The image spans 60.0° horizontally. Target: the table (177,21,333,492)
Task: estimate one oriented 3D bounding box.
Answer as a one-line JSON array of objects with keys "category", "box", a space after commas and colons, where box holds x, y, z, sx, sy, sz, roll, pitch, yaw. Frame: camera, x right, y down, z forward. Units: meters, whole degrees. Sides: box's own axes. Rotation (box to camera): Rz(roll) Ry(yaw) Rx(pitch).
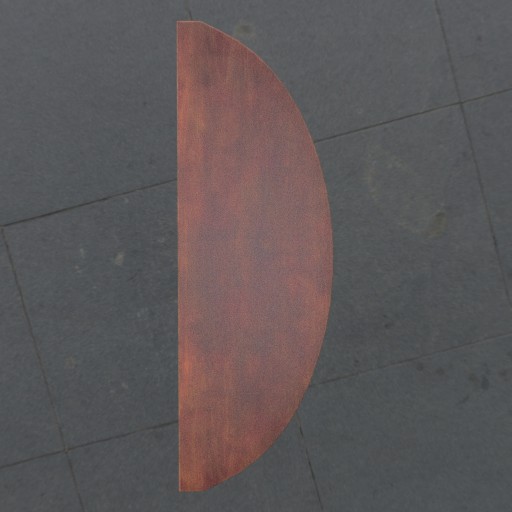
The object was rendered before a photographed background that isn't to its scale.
[{"category": "table", "box": [0.000, 0.000, 1.473, 0.394, 0.699, 1.198, 0, 92, 0]}]
